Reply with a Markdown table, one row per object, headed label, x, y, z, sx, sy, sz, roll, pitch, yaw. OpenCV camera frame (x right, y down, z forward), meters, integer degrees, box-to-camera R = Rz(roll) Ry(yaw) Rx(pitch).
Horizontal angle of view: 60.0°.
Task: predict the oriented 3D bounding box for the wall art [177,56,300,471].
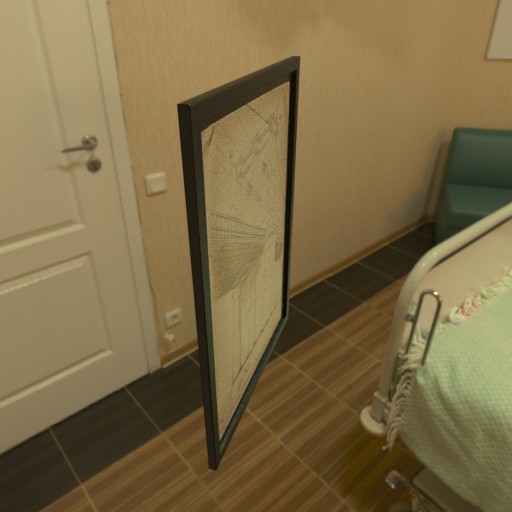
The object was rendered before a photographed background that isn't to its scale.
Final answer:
| label | x | y | z | sx | sy | sz | roll | pitch | yaw |
| --- | --- | --- | --- | --- | --- | --- | --- | --- | --- |
| wall art | 0.000 | 0.000 | 0.853 | 0.016 | 0.657 | 0.480 | 10 | 32 | 17 |
